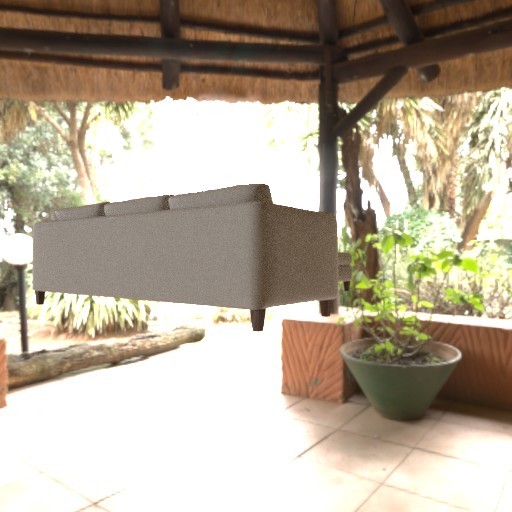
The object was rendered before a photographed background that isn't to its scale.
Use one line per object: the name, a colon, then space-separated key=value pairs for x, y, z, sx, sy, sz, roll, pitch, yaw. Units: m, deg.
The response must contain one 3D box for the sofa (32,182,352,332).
sofa: x=0.000 y=0.000 z=4.398 sx=2.551 sy=0.853 sz=3.238 roll=0 pitch=0 yaw=37
